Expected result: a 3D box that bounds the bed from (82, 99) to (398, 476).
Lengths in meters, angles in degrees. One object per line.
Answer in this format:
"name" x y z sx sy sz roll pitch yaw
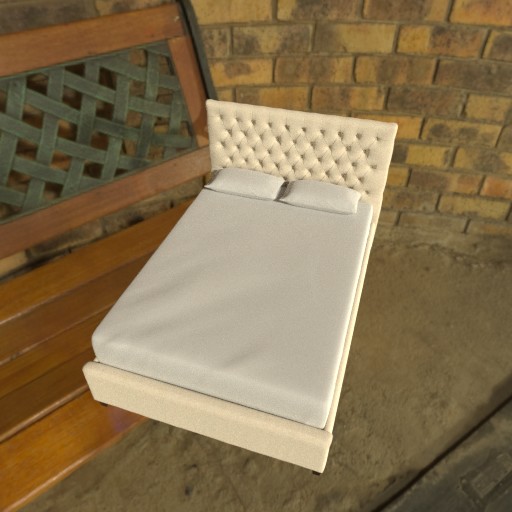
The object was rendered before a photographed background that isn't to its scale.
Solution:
"bed" 0.000 0.000 3.434 1.698 1.427 2.387 12 42 14
